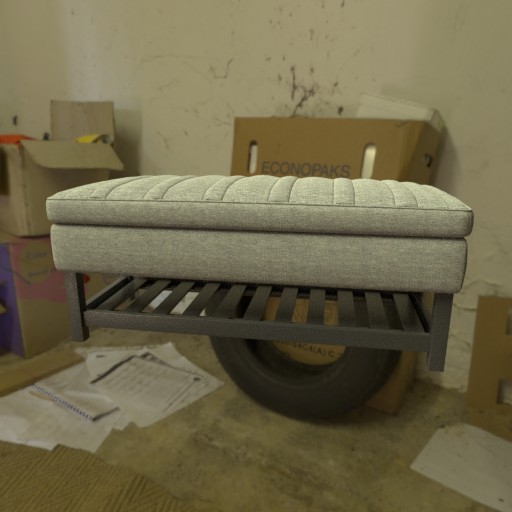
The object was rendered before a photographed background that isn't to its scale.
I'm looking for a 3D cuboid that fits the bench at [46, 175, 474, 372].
[{"bbox_3d":[0.000,0.000,1.337,1.100,0.470,0.429,3,16,9],"label":"bench"}]
